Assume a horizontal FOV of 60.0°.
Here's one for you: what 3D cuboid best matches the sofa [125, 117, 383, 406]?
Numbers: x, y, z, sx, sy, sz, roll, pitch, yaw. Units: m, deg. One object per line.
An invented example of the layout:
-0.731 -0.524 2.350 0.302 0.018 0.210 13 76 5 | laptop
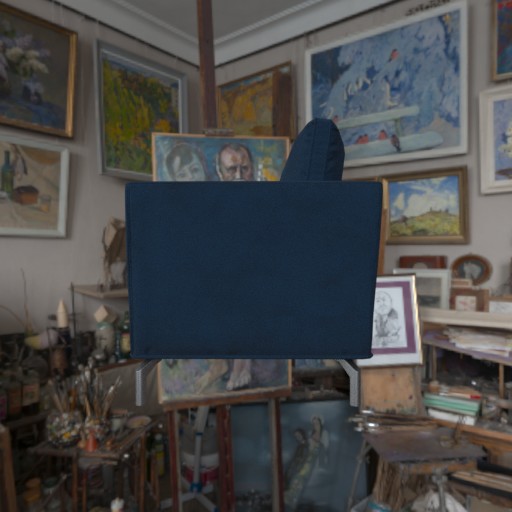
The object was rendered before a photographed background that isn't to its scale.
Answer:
0.000 0.000 2.319 0.853 1.002 1.770 0 0 1 | sofa
